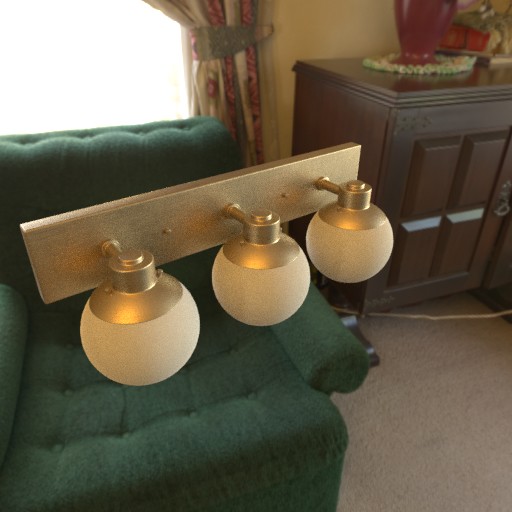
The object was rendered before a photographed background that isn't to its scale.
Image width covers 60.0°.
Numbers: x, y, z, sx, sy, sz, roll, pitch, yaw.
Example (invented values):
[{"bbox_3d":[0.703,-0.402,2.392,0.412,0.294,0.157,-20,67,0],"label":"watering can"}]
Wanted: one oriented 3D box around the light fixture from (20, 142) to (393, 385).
[{"bbox_3d":[0.000,0.000,0.840,0.721,0.263,0.218,-21,36,-31],"label":"light fixture"}]
